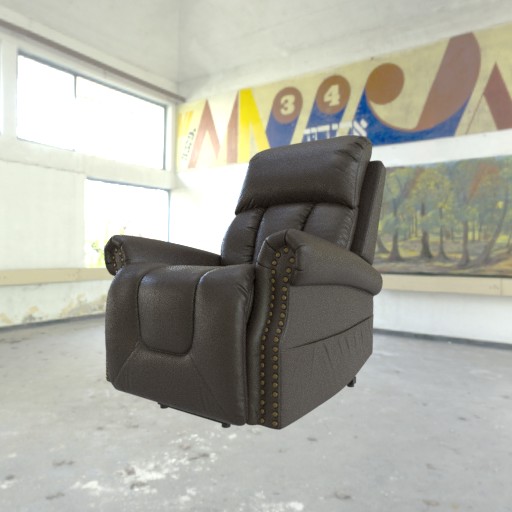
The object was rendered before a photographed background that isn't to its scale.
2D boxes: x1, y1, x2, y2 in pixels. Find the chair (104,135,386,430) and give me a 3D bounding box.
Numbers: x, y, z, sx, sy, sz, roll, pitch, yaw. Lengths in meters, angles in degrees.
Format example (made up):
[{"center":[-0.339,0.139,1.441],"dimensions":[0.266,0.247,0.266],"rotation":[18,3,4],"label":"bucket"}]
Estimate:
[{"center":[0.000,0.000,1.699],"dimensions":[0.869,1.028,0.978],"rotation":[1,1,36],"label":"chair"}]
